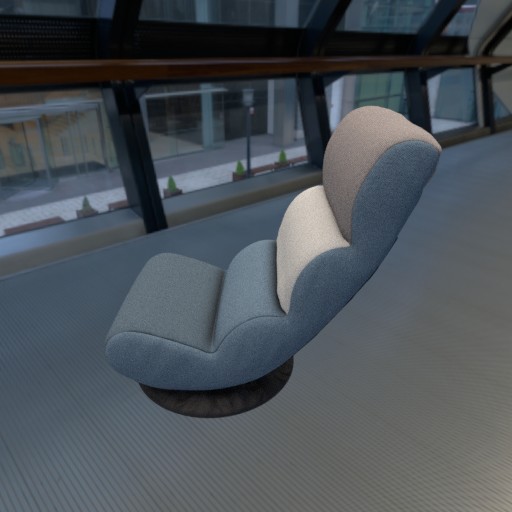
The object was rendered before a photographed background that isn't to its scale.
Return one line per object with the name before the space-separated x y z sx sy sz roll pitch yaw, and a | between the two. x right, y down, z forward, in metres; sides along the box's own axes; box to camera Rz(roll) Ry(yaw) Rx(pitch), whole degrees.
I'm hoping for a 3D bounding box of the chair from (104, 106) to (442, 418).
chair | 0.000 0.000 1.049 0.661 0.641 0.420 1 26 1
